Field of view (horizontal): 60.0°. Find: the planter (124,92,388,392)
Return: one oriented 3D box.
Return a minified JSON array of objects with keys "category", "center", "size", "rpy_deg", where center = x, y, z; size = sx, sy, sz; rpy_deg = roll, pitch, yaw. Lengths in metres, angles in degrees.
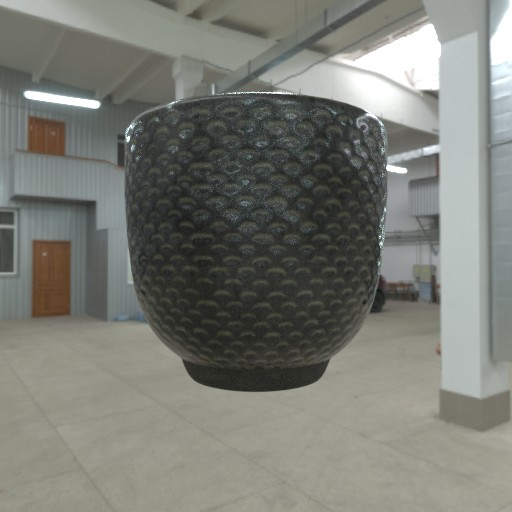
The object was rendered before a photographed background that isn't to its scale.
[{"category":"planter","center":[0.000,0.000,0.301],"size":[0.172,0.160,0.172],"rpy_deg":[0,-1,0]}]
